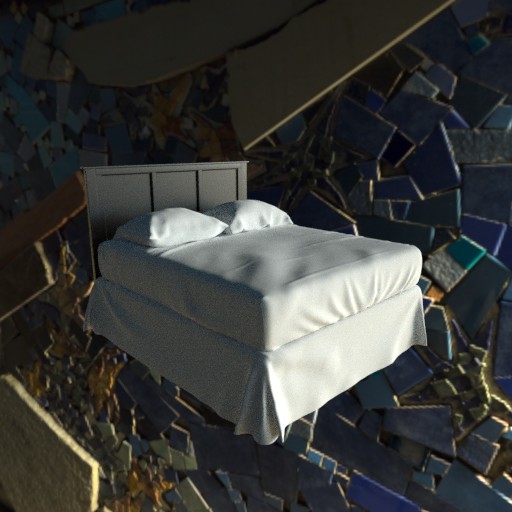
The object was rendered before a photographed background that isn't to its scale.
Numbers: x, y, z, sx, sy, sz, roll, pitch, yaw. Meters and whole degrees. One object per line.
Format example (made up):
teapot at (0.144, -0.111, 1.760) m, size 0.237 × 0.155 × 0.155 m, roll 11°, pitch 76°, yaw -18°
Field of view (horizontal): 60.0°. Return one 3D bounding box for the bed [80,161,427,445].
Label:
bed at (0.000, 0.000, 3.254) m, size 1.870 × 1.270 × 2.050 m, roll -13°, pitch 19°, yaw -42°
